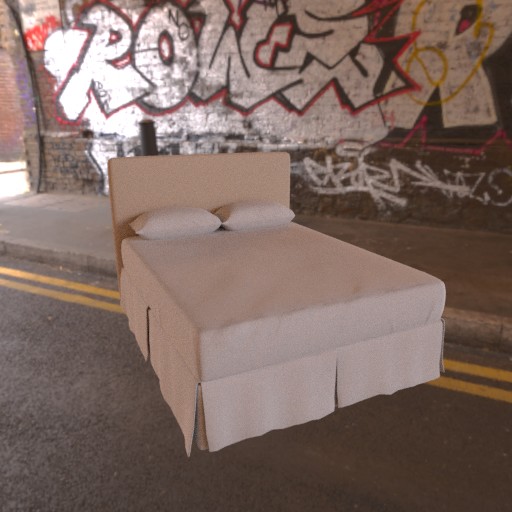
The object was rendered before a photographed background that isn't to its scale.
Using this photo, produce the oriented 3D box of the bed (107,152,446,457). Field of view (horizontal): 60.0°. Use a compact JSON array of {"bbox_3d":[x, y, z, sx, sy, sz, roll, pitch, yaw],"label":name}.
[{"bbox_3d":[0.000,0.000,3.235,1.748,1.330,2.142,-8,19,-25],"label":"bed"}]
